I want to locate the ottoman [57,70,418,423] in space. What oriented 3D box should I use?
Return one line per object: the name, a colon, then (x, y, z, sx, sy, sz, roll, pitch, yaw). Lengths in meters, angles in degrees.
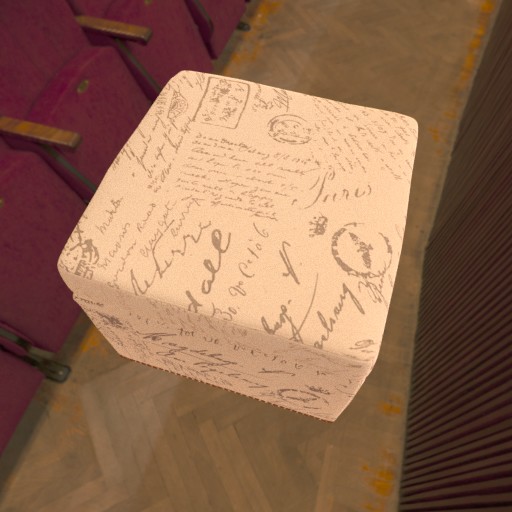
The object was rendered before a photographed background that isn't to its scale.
ottoman: (0.000, 0.000, 0.834, 0.450, 0.457, 0.449, 15, 60, 9)
